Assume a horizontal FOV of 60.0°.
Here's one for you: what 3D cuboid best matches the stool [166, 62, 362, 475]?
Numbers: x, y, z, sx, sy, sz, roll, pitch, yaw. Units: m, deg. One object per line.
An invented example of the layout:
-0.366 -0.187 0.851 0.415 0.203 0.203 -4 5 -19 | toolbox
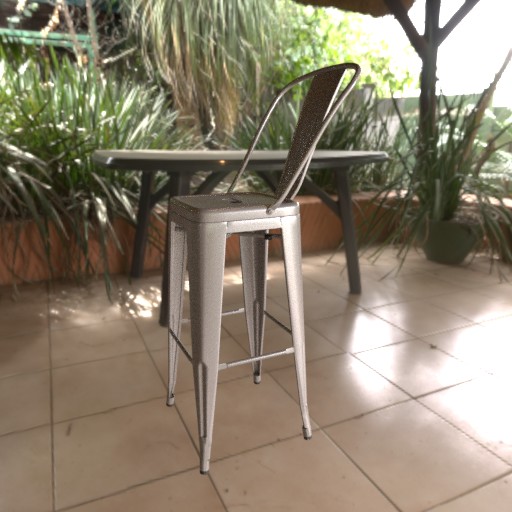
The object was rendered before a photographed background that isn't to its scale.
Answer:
0.000 0.000 1.334 0.513 1.096 0.399 -7 17 -25 | stool
